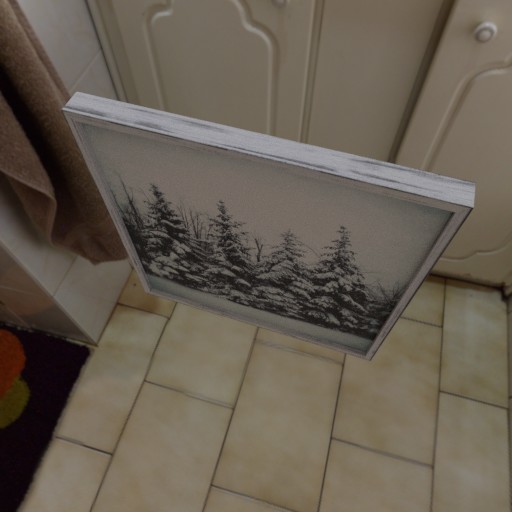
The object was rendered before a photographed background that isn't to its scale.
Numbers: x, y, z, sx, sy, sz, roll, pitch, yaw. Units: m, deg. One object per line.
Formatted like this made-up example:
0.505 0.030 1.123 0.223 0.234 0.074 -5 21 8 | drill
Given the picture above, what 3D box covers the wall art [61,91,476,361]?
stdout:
0.000 0.000 0.743 0.506 0.506 0.038 15 59 9 | wall art
